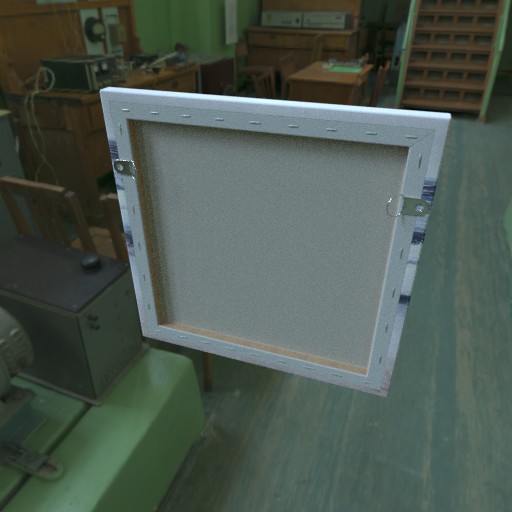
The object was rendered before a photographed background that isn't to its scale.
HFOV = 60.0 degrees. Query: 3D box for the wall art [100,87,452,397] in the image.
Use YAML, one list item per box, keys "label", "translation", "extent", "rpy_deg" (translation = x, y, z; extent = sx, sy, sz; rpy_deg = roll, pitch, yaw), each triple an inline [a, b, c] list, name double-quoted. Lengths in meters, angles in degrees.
- label: "wall art"
  translation: [0.000, 0.000, 1.108]
  extent: [0.755, 0.747, 0.065]
  rpy_deg: [10, 33, 16]
